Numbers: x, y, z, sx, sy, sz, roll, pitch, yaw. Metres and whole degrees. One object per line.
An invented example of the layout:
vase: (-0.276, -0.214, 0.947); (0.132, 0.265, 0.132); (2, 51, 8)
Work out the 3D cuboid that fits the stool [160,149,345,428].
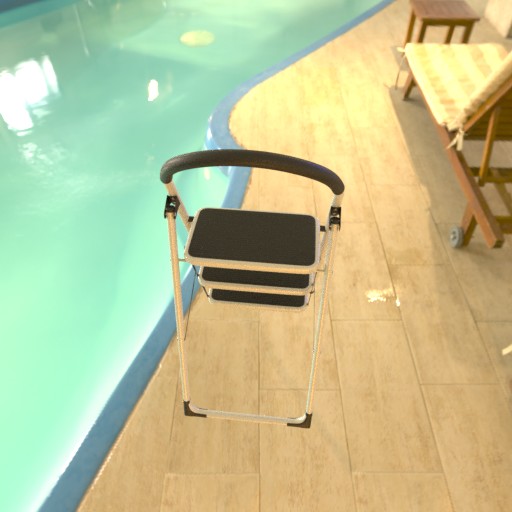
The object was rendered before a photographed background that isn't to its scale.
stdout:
stool: (0.000, 0.000, 1.483); (0.485, 1.109, 0.676); (4, 47, 4)
